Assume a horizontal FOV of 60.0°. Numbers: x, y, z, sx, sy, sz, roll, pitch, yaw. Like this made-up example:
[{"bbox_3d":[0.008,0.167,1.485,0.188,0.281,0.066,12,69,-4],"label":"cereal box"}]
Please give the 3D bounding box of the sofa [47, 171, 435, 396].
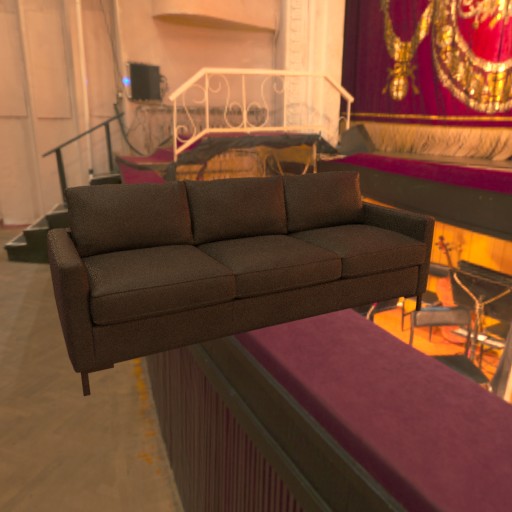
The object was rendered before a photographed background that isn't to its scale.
[{"bbox_3d":[0.000,0.000,2.424,2.029,0.805,0.748,-8,18,-26],"label":"sofa"}]
